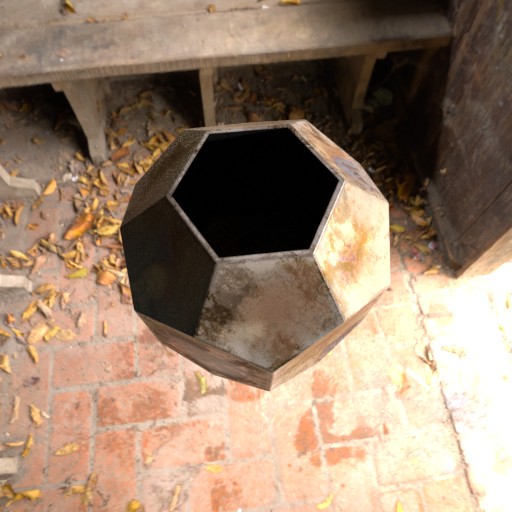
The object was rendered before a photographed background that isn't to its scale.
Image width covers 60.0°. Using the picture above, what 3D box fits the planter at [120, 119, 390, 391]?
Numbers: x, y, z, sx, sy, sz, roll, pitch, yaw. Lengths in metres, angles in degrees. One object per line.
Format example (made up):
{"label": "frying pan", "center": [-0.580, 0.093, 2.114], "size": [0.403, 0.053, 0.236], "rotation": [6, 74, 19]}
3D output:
{"label": "planter", "center": [0.000, 0.000, 0.433], "size": [0.243, 0.238, 0.221], "rotation": [-33, 69, -14]}
